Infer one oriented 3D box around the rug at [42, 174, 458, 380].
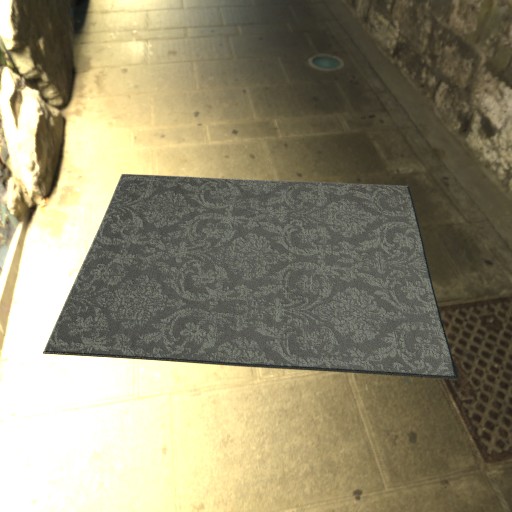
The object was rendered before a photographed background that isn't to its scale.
[{"bbox_3d":[0.000,0.000,2.869,2.206,0.014,1.578,3,48,3],"label":"rug"}]
